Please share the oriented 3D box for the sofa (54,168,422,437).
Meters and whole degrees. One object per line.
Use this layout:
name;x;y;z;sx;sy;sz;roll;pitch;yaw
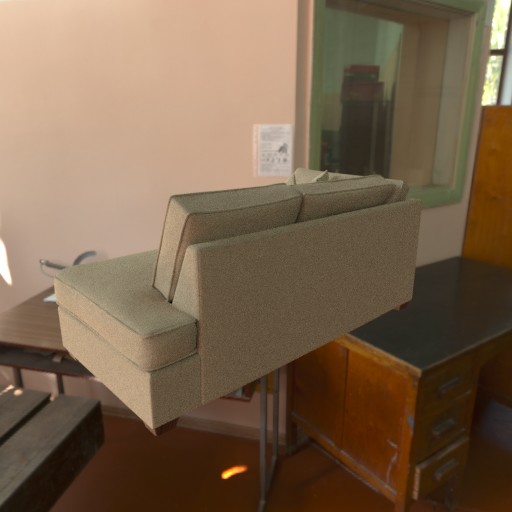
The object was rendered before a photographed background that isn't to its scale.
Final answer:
sofa;0.000;0.000;2.864;2.237;1.033;1.110;-15;22;-41
